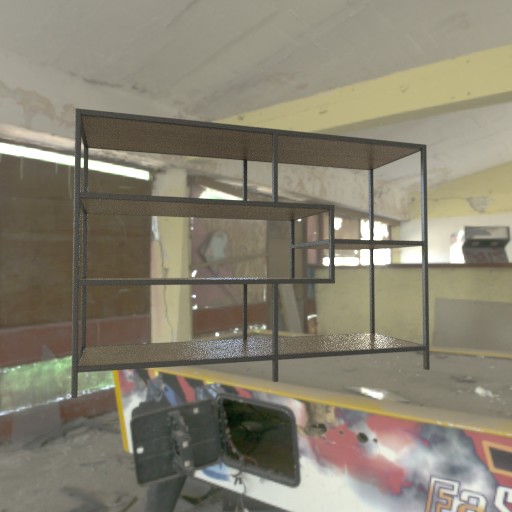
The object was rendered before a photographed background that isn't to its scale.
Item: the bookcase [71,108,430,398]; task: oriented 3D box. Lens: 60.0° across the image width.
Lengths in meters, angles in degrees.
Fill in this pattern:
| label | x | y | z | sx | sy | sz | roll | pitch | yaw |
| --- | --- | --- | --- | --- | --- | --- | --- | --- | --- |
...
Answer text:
| label | x | y | z | sx | sy | sz | roll | pitch | yaw |
| --- | --- | --- | --- | --- | --- | --- | --- | --- | --- |
| bookcase | 0.000 | 0.000 | 1.528 | 1.140 | 0.780 | 0.350 | 1 | -2 | -18 |
